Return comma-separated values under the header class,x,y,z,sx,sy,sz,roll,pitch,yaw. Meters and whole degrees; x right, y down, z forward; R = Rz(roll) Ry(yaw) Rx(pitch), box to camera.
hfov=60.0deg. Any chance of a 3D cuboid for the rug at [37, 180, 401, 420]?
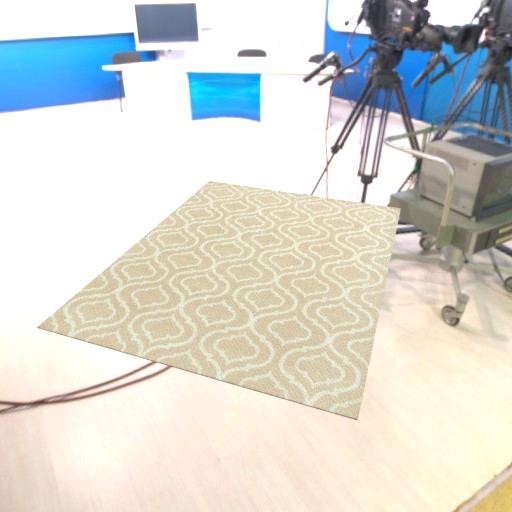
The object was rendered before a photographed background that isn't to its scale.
class,x,y,z,sx,sy,sz,roll,pitch,yaw
rug,0.000,0.000,3.994,2.286,0.013,2.894,11,34,17
